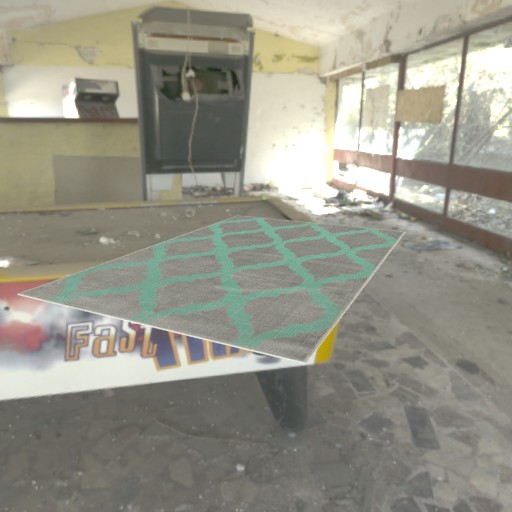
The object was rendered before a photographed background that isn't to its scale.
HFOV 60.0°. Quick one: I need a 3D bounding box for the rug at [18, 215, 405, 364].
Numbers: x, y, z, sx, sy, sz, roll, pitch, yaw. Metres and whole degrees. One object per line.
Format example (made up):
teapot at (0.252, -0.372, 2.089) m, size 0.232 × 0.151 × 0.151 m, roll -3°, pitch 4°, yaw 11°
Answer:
rug at (0.000, 0.000, 2.869) m, size 1.524 × 0.006 × 2.286 m, roll 8°, pitch 18°, yaw 25°
